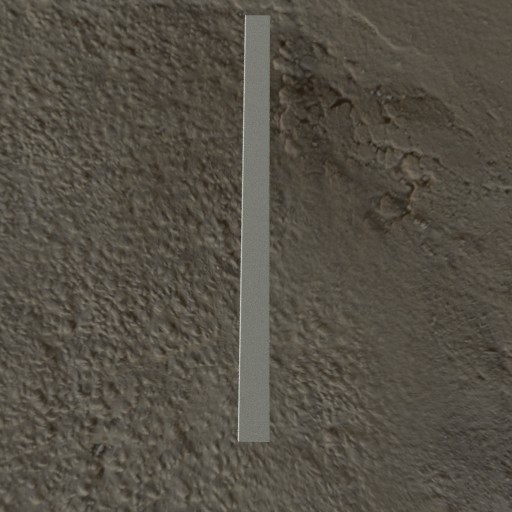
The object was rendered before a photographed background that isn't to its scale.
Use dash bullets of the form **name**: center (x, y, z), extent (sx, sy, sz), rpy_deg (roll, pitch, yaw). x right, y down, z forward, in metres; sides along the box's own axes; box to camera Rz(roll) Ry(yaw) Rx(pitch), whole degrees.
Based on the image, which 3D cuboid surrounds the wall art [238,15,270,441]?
- **wall art**: center (0.000, 0.000, 0.902), extent (0.038, 0.610, 0.610), rpy_deg (0, 76, 0)
